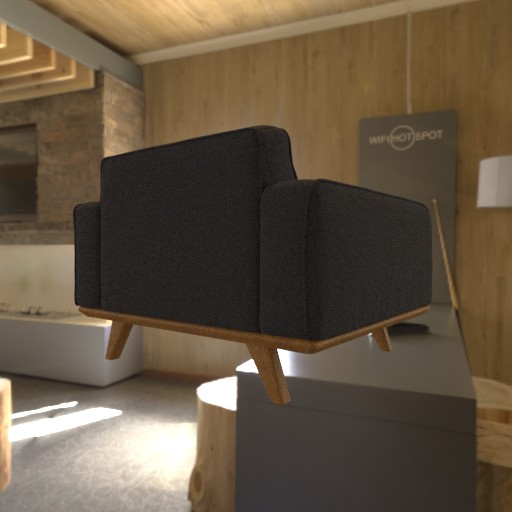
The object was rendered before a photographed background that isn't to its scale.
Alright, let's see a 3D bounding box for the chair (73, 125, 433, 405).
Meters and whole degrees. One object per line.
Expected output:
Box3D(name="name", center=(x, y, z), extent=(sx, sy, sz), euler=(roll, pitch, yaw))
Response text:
Box3D(name="chair", center=(0.000, 0.000, 1.757), extent=(1.118, 0.783, 0.953), euler=(1, 2, 37))
